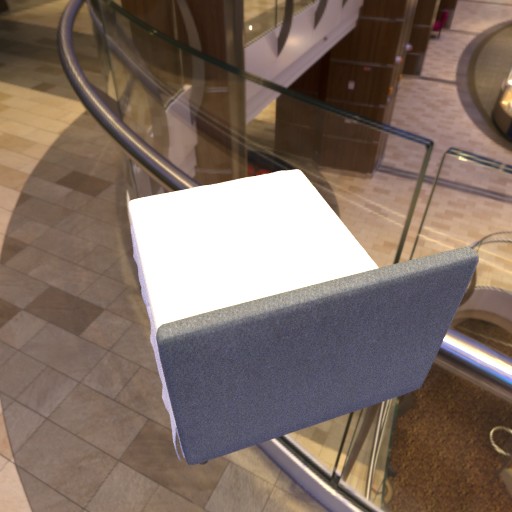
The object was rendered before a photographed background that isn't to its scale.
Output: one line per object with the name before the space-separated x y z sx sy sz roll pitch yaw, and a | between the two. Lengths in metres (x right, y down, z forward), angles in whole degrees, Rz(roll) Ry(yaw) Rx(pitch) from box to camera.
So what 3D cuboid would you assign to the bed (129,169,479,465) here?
bed | 0.000 0.000 3.208 1.723 1.330 2.142 -13 44 -14
